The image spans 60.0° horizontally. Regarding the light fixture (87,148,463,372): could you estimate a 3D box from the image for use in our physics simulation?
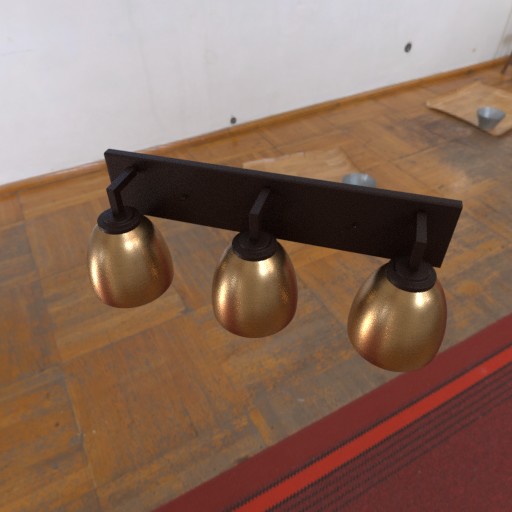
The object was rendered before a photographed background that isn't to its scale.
[{"bbox_3d":[0.000,0.000,0.672,0.582,0.204,0.157,11,42,12],"label":"light fixture"}]
